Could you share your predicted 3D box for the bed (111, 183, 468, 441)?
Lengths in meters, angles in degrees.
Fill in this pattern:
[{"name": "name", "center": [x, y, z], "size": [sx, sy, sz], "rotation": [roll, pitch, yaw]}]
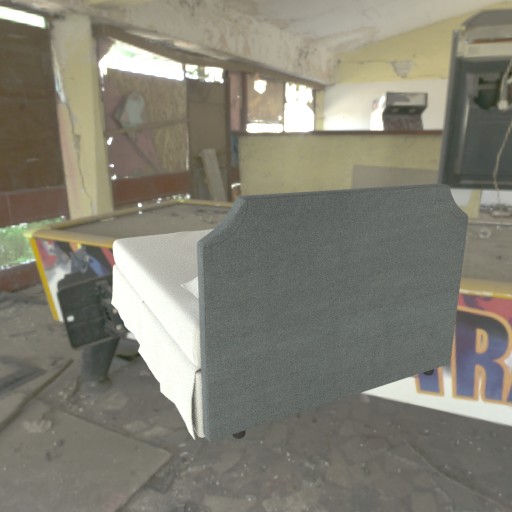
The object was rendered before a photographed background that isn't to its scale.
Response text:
[{"name": "bed", "center": [0.000, 0.000, 3.604], "size": [1.977, 1.306, 2.464], "rotation": [-8, 17, -26]}]
